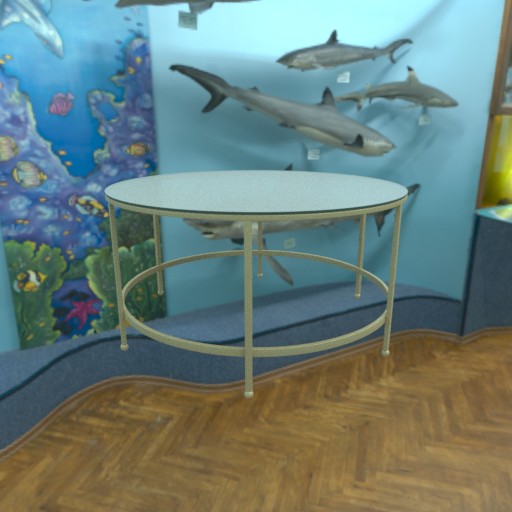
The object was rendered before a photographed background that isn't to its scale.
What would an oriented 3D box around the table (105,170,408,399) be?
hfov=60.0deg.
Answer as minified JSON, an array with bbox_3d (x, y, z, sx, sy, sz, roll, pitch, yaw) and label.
[{"bbox_3d":[0.000,0.000,1.466,0.914,0.470,0.914,0,17,0],"label":"table"}]
